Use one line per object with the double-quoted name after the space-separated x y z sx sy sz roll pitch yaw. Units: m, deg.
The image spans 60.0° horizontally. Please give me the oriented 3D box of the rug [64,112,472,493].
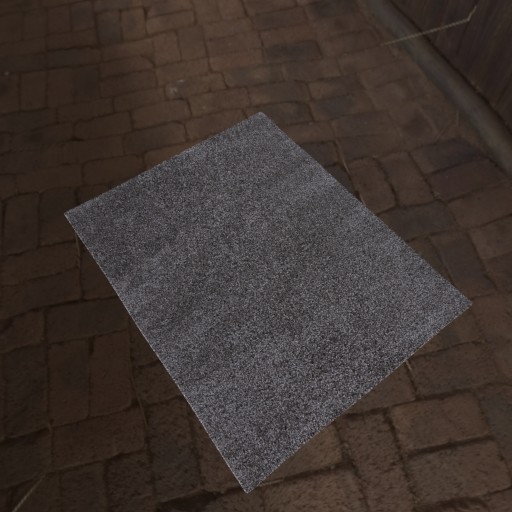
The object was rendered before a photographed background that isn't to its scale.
0.000 0.000 4.049 2.401 0.025 3.000 -33 64 -18 "rug"
